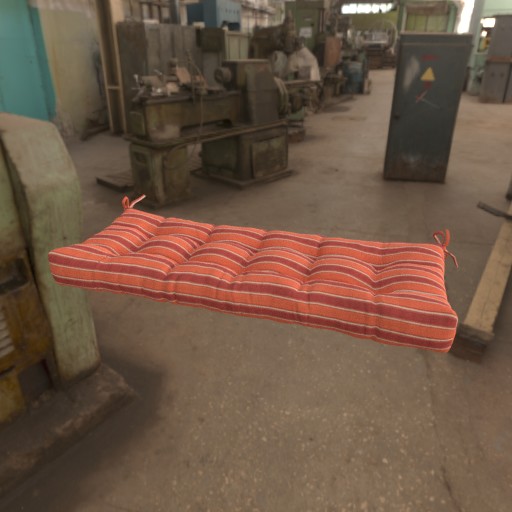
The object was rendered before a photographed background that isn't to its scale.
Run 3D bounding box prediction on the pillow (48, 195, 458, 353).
[{"bbox_3d":[0.000,0.000,1.363,1.194,0.174,0.511,8,27,15],"label":"pillow"}]
